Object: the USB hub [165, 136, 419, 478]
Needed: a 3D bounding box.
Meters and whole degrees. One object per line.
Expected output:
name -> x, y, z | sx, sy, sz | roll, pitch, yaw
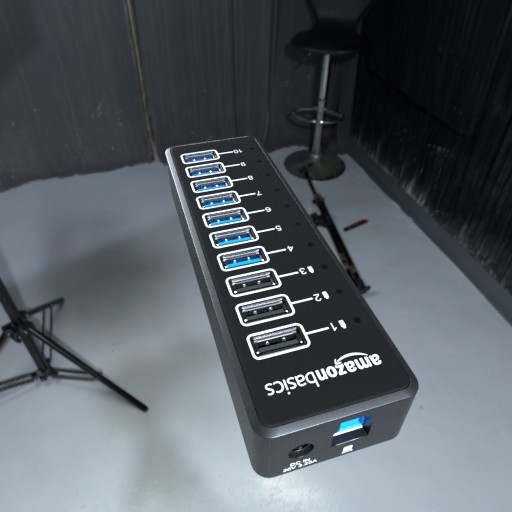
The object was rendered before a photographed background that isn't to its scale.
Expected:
USB hub -> 0.000, 0.000, 0.164 | 0.044, 0.023, 0.145 | -12, 43, -13
